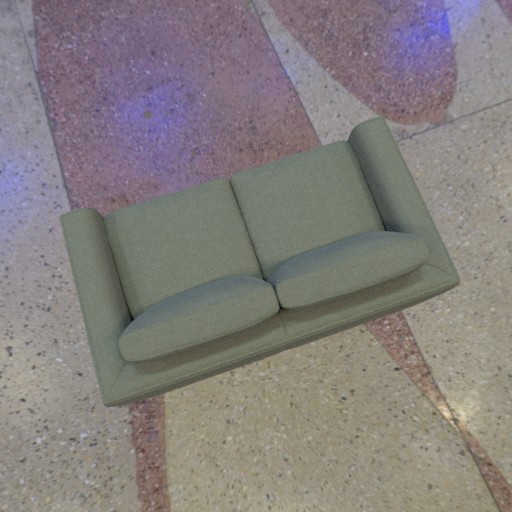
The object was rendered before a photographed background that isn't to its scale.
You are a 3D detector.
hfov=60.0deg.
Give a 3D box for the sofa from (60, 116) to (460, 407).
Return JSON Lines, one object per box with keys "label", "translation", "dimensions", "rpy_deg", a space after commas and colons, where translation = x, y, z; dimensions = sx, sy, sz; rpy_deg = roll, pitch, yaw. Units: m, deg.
{"label": "sofa", "translation": [0.000, 0.000, 2.467], "dimensions": [1.920, 0.800, 1.069], "rpy_deg": [-18, 75, -5]}
